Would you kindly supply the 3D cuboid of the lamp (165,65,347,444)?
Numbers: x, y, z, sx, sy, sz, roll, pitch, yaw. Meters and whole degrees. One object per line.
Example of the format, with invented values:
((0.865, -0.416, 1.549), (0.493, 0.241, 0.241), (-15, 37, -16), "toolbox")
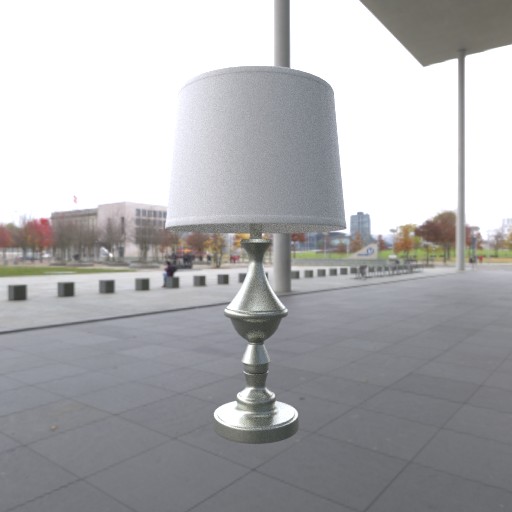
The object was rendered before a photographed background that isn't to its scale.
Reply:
((0.000, 0.000, 0.955), (0.383, 0.733, 0.383), (0, 0, 0), "lamp")
